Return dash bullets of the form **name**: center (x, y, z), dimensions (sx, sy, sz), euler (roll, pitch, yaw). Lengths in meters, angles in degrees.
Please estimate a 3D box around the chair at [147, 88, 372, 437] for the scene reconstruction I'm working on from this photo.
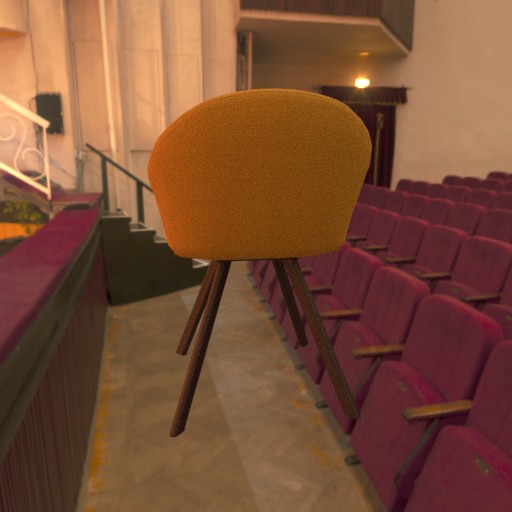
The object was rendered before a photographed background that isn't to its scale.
- **chair**: center (0.000, 0.000, 1.175), dimensions (0.545, 0.775, 0.565), euler (-2, 14, -9)
